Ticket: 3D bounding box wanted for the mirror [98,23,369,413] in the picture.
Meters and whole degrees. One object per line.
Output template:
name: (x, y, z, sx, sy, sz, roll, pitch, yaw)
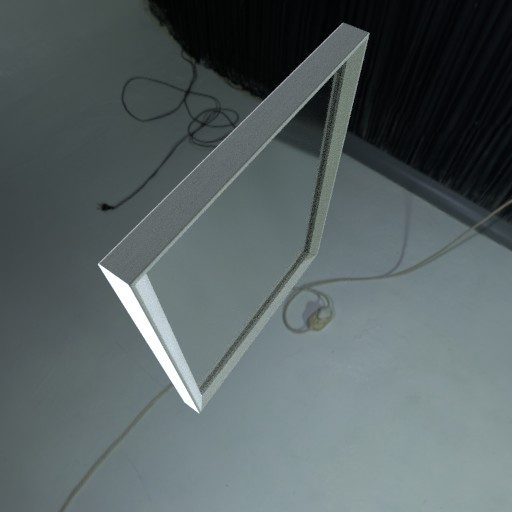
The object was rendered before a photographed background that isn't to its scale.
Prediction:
mirror: (0.000, 0.000, 0.661, 0.041, 0.509, 0.406, 31, 64, 17)
